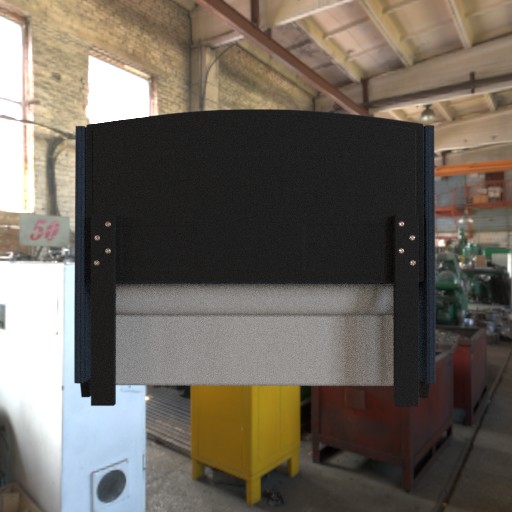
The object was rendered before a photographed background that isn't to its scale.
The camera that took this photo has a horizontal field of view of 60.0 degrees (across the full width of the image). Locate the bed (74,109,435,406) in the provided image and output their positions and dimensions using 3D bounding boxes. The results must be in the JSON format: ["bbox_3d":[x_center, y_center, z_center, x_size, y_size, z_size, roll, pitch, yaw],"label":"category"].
[{"bbox_3d":[0.000,0.000,3.188,1.710,1.407,2.237,0,0,0],"label":"bed"}]
